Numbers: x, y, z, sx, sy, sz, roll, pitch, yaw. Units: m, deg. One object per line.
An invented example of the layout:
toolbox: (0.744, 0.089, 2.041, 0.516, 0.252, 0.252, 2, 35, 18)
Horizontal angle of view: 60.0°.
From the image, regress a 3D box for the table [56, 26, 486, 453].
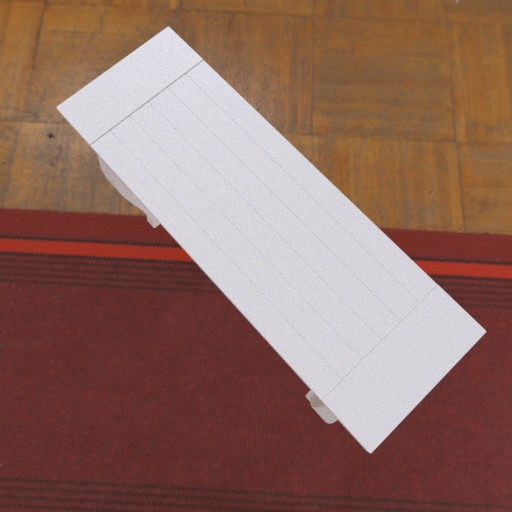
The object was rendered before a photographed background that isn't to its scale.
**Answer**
table: (0.000, 0.000, 1.383, 0.373, 0.768, 1.062, -41, 79, -10)
